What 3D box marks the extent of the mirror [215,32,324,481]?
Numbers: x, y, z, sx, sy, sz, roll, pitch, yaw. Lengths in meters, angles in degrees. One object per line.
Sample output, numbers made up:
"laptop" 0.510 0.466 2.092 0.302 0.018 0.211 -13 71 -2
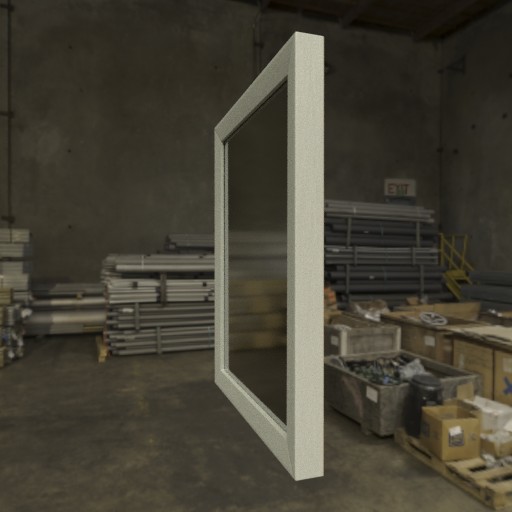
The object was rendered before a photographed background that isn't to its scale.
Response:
"mirror" 0.000 0.000 0.699 0.041 0.508 0.405 0 0 -18
